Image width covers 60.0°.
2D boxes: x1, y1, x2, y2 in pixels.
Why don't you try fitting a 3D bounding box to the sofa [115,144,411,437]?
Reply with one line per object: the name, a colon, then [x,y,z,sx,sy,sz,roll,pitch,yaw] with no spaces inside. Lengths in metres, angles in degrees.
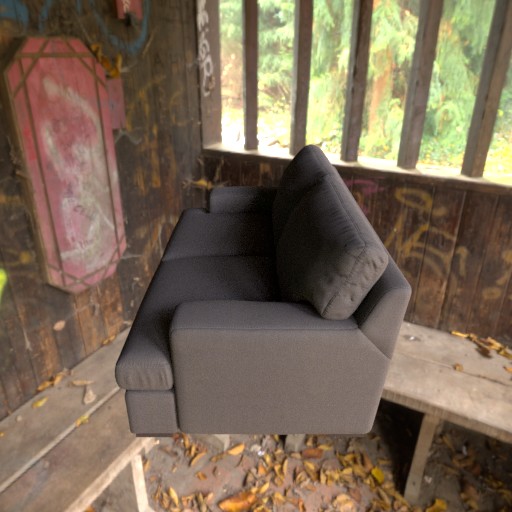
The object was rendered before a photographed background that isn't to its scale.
sofa: [0.000,0.000,2.531,1.143,0.940,1.880,0,26,0]
